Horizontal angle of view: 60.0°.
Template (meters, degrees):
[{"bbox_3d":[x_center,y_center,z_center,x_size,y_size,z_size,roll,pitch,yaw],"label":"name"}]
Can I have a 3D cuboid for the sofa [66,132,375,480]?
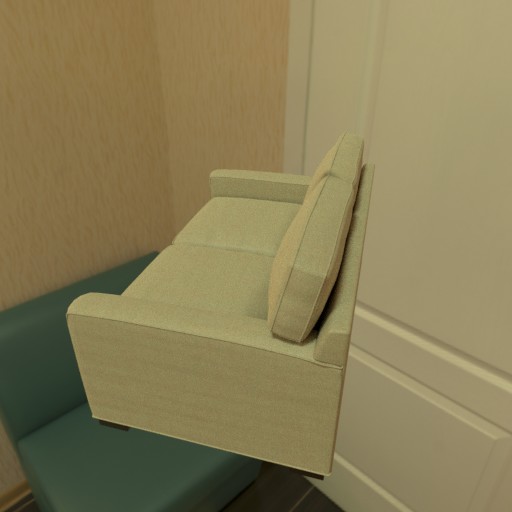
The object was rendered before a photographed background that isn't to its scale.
[{"bbox_3d":[0.000,0.000,2.038,0.942,0.853,1.484,8,31,13],"label":"sofa"}]
